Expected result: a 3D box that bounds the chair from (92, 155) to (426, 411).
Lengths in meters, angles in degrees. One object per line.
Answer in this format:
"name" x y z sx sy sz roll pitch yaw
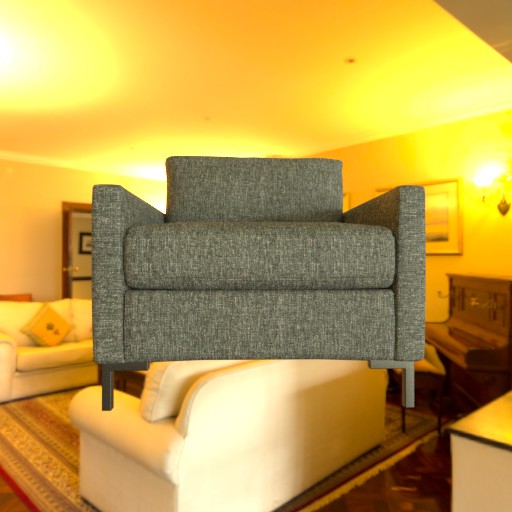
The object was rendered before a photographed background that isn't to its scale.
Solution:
"chair" 0.000 0.000 1.637 0.963 0.861 0.866 0 -1 -2
